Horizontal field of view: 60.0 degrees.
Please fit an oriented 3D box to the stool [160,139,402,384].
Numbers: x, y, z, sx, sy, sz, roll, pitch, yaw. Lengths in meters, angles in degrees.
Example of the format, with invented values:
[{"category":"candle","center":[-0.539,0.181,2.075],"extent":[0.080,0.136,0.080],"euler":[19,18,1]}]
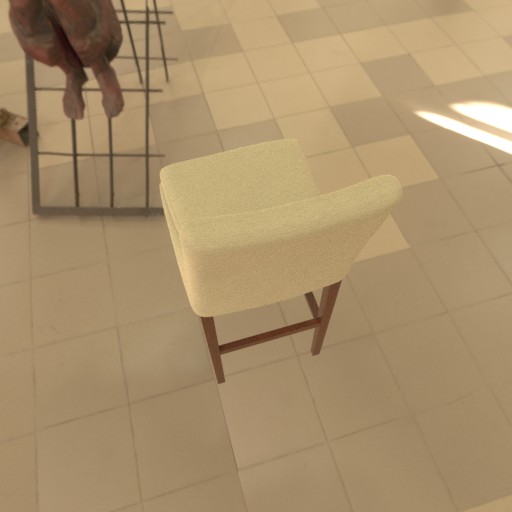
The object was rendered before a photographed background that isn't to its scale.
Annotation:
[{"category":"stool","center":[0.000,0.000,1.357],"extent":[0.470,1.078,0.577],"euler":[-14,59,-9]}]
